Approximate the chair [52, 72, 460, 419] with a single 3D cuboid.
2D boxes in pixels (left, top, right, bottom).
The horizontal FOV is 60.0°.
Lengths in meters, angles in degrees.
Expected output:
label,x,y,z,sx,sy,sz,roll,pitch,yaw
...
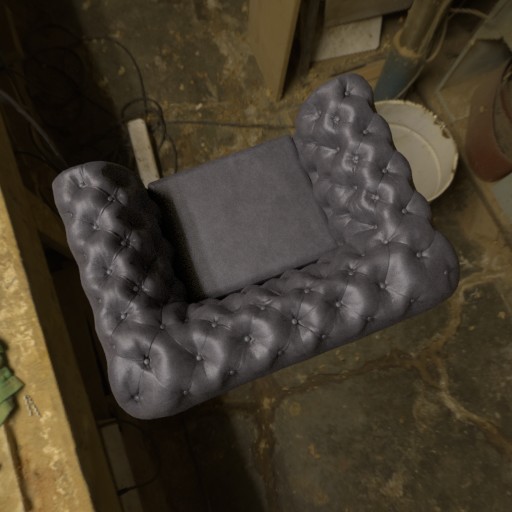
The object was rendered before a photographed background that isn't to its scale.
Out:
label,x,y,z,sx,sy,sz,roll,pitch,yaw
chair,0.000,0.000,1.873,1.298,0.780,0.943,-21,76,-5
